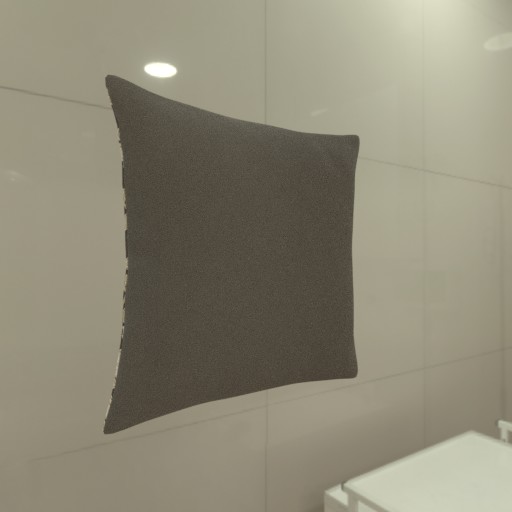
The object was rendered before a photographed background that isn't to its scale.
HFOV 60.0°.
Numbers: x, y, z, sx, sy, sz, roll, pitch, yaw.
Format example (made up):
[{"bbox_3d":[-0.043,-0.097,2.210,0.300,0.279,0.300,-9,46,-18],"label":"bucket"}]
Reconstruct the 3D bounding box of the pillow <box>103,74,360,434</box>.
[{"bbox_3d":[0.000,0.000,0.776,0.526,0.507,0.166,0,-1,-36],"label":"pillow"}]
